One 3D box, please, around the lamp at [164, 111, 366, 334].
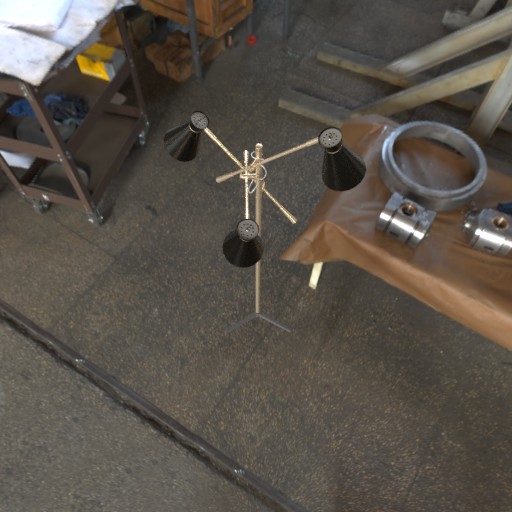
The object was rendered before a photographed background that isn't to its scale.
[{"bbox_3d":[0.000,0.000,2.178,0.750,1.804,0.653,-1,59,-1],"label":"lamp"}]
